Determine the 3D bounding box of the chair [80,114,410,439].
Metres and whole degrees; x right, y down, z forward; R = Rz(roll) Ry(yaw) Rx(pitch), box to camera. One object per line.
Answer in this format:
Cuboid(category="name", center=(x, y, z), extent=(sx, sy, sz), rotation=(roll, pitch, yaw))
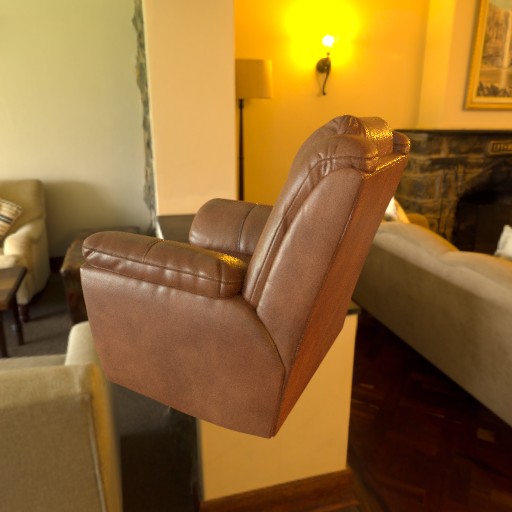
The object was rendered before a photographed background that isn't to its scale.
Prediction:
Cuboid(category="chair", center=(0.000, 0.000, 1.819), extent=(1.041, 1.093, 0.990), rotation=(8, 18, 24))
